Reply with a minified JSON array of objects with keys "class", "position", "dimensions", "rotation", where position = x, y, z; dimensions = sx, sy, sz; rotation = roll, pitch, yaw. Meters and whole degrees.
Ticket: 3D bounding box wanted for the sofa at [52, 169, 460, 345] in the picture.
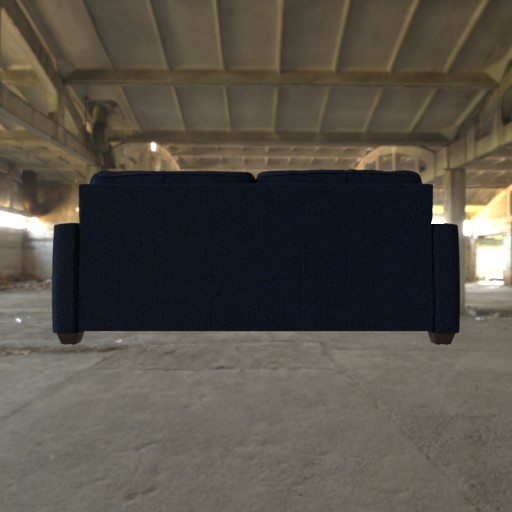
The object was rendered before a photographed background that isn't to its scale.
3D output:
[{"class":"sofa","position":[0.000,0.000,2.665],"dimensions":[2.080,0.919,0.940],"rotation":[0,-1,0]}]
